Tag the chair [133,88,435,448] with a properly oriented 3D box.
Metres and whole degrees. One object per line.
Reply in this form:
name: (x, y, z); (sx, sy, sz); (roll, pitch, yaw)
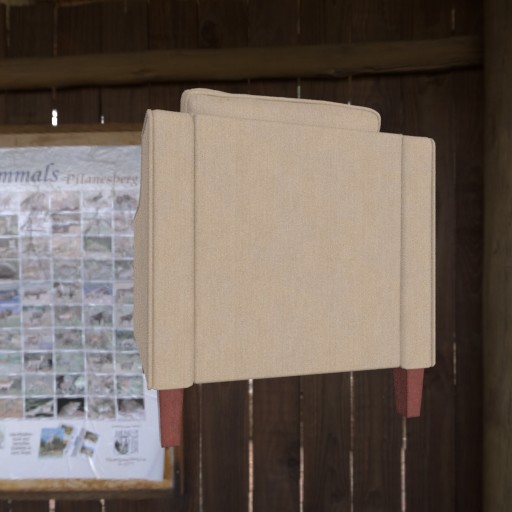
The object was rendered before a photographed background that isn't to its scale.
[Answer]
chair: (0.000, 0.000, 1.606); (0.831, 0.960, 0.909); (0, -1, -18)
